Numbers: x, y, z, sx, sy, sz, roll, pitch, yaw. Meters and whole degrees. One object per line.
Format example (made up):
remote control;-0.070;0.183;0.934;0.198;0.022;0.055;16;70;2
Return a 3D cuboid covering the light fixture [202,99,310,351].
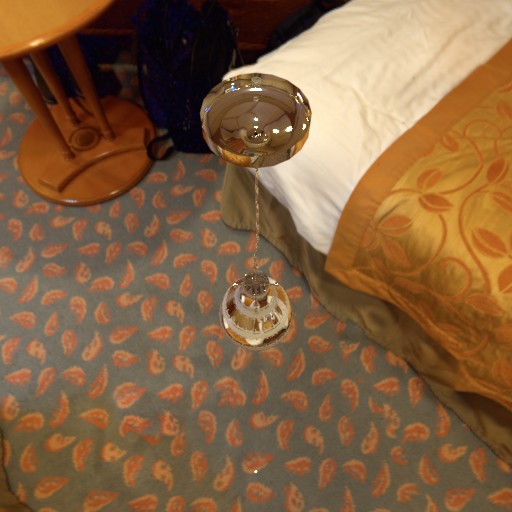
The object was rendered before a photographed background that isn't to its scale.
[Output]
light fixture;0.000;0.000;1.643;0.374;1.457;0.374;0;64;0
